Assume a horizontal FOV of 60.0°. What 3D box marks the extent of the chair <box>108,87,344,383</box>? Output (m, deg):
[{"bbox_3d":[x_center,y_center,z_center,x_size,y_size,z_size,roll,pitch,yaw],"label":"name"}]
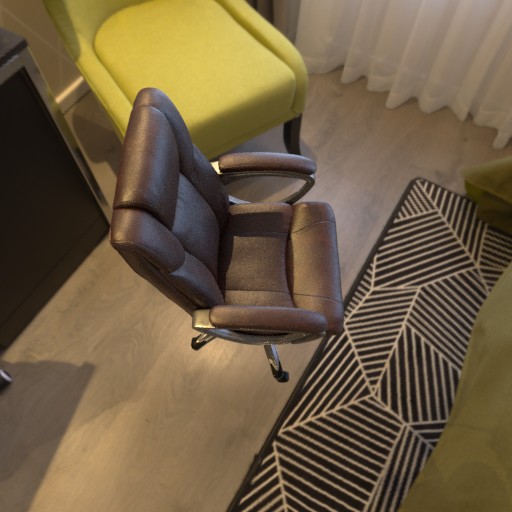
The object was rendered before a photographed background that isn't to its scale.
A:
[{"bbox_3d":[0.000,0.000,1.582,0.692,1.128,0.656,0,62,0],"label":"chair"}]
